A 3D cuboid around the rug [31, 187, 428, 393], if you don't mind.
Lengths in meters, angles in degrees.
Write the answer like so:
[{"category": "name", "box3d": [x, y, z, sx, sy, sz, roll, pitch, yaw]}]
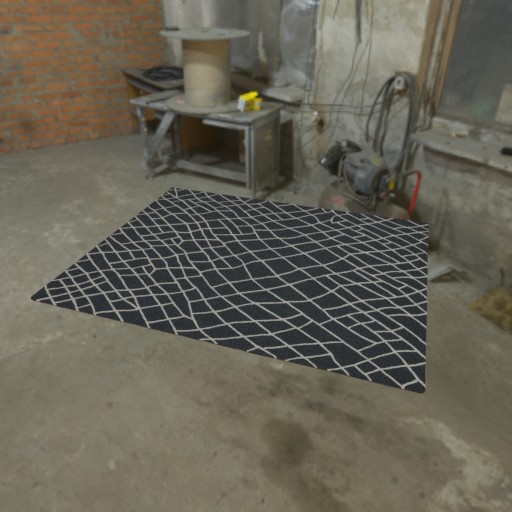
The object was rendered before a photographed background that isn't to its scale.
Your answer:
[{"category": "rug", "box3d": [0.000, 0.000, 4.143, 3.047, 0.022, 2.439, 10, 33, 16]}]
